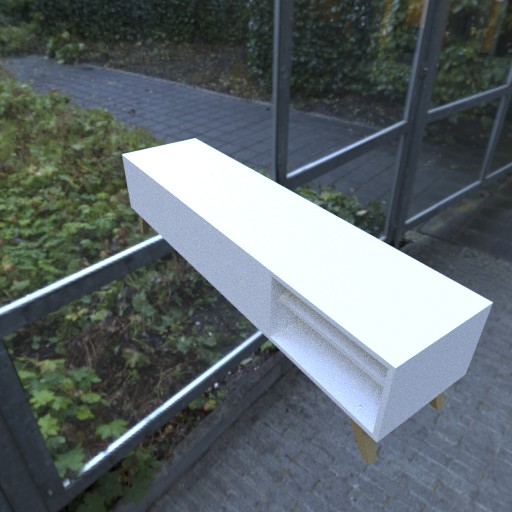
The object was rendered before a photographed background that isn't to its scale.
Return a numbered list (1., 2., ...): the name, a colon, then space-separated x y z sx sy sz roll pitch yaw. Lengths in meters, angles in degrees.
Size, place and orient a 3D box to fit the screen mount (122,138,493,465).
1. screen mount: 0.000 0.000 1.777 0.399 0.432 1.644 -22 39 -29
